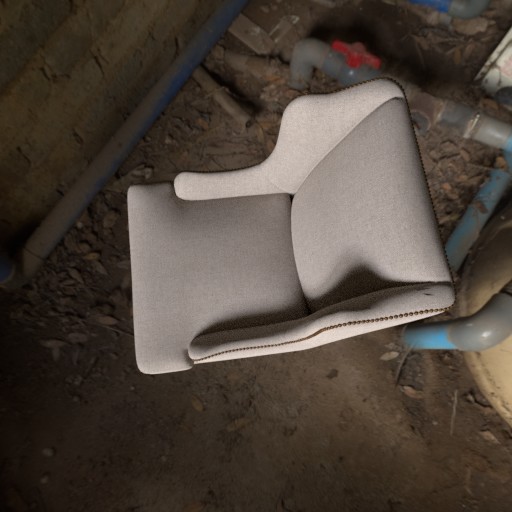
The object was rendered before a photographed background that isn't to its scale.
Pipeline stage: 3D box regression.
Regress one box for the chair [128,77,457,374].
[{"bbox_3d":[0.000,0.000,1.630,0.940,1.029,0.737,-7,74,-2],"label":"chair"}]
